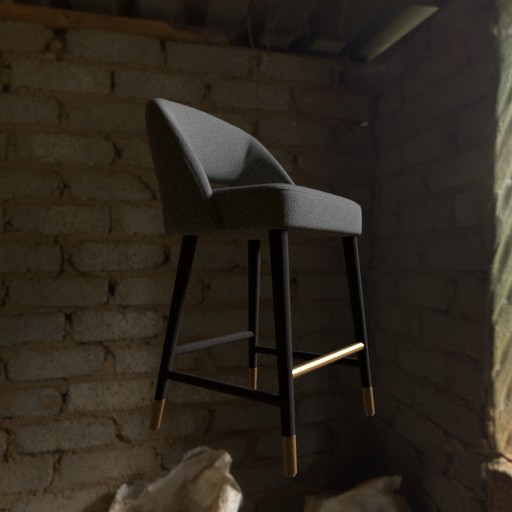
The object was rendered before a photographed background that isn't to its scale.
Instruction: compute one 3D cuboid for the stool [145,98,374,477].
[{"bbox_3d":[0.000,0.000,1.258,0.524,0.925,0.536,0,0,36],"label":"stool"}]
